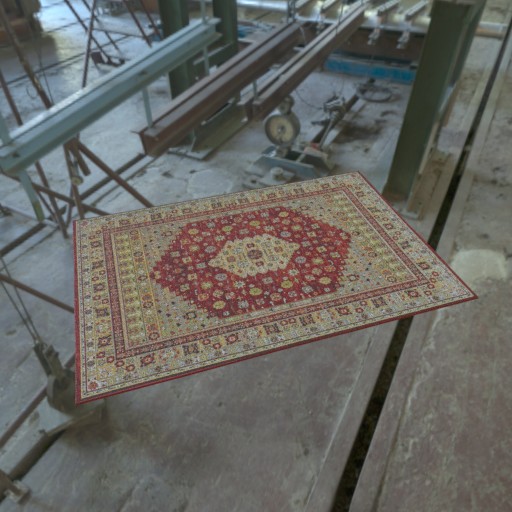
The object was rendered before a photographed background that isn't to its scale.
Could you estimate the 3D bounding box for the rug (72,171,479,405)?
[{"bbox_3d":[0.000,0.000,2.290,1.802,0.013,1.194,-12,43,-13],"label":"rug"}]
